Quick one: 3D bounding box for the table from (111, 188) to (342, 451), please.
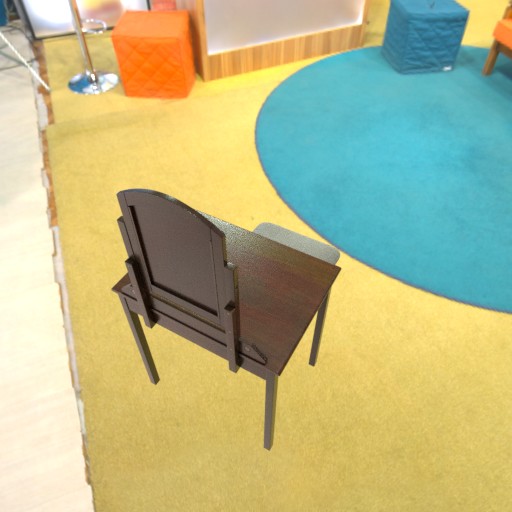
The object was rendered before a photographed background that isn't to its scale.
[{"bbox_3d":[0.000,0.000,2.303,0.876,1.631,1.211,23,51,19],"label":"table"}]
